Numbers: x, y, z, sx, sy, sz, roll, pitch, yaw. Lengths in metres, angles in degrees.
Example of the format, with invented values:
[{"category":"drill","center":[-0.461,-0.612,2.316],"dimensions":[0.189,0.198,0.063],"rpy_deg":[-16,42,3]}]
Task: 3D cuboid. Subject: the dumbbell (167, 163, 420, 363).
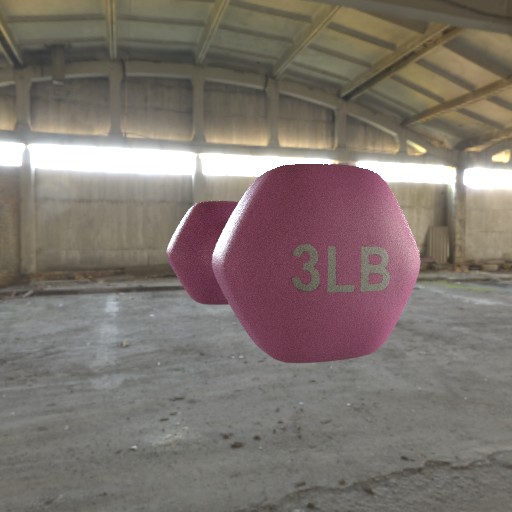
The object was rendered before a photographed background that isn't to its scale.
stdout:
[{"category":"dumbbell","center":[0.000,0.000,0.193],"dimensions":[0.064,0.058,0.159],"rpy_deg":[-1,2,-17]}]
